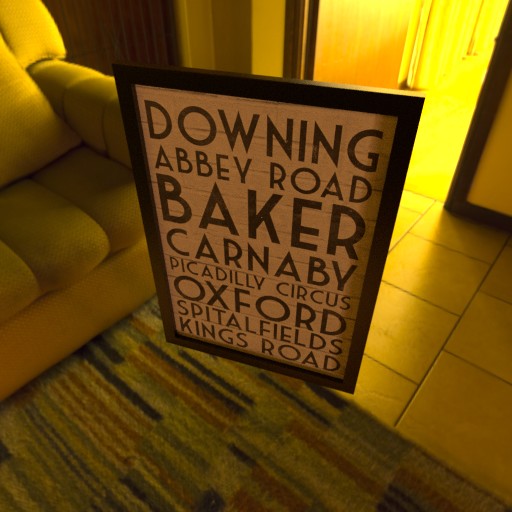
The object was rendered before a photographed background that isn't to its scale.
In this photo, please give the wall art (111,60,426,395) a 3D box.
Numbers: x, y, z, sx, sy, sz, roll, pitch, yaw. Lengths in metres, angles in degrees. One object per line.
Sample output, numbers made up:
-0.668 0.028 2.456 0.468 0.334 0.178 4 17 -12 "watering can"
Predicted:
0.000 0.000 0.550 0.304 0.432 0.013 12 41 14 "wall art"
